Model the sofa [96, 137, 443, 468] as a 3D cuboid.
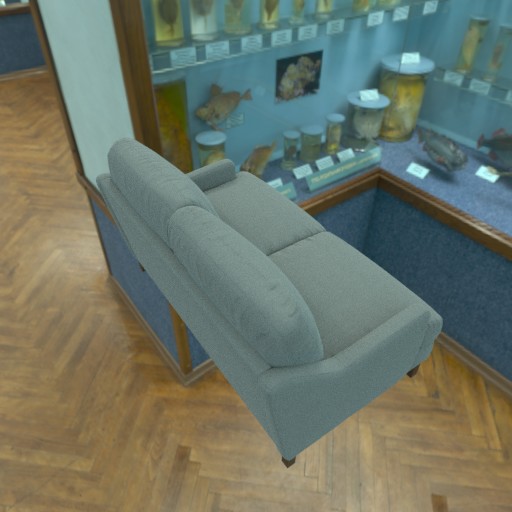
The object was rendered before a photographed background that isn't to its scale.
[{"bbox_3d":[0.000,0.000,2.200,0.987,0.921,1.589,-24,46,-26],"label":"sofa"}]
